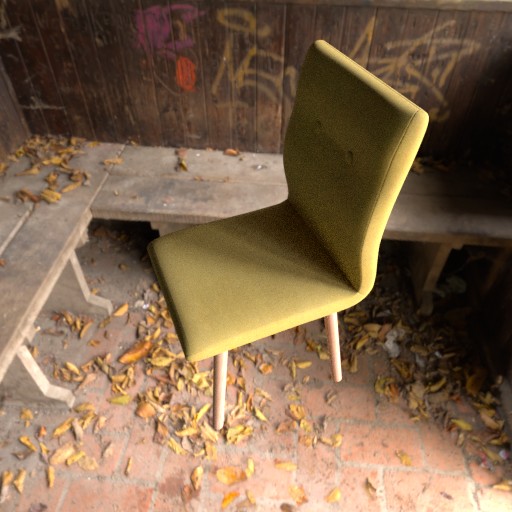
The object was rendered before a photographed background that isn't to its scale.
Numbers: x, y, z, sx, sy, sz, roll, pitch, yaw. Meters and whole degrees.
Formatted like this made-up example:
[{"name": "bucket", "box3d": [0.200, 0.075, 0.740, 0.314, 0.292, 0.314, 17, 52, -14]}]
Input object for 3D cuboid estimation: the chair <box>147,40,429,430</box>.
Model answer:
[{"name": "chair", "box3d": [0.000, 0.000, 1.259, 0.550, 0.965, 0.450, -17, 48, -16]}]
